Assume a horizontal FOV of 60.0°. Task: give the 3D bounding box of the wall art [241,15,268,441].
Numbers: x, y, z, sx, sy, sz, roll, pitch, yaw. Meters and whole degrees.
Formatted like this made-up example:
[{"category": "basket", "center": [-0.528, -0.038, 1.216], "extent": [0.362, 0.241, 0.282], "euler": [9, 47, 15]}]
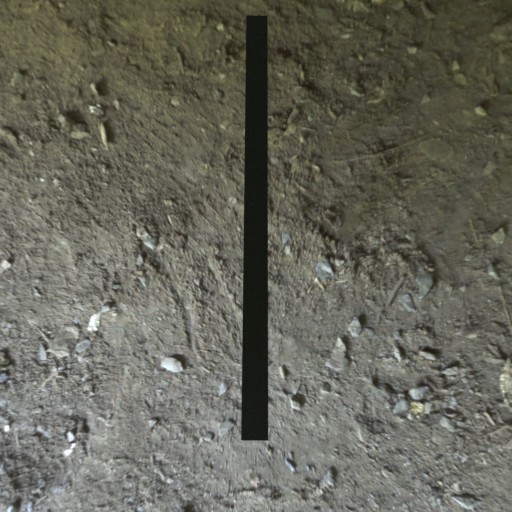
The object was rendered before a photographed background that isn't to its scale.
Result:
[{"category": "wall art", "center": [0.000, 0.000, 0.758], "extent": [0.028, 0.511, 0.513], "euler": [0, 76, 0]}]
